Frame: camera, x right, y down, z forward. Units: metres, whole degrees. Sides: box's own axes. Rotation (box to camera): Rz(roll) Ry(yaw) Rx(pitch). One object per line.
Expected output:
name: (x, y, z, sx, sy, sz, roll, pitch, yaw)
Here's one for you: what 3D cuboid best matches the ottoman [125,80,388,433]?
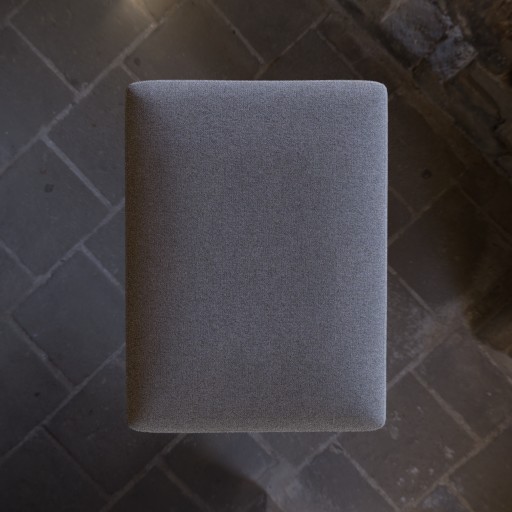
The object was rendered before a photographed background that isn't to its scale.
ottoman: (0.000, 0.000, 1.189, 0.611, 0.441, 0.821, 0, 91, -1)
